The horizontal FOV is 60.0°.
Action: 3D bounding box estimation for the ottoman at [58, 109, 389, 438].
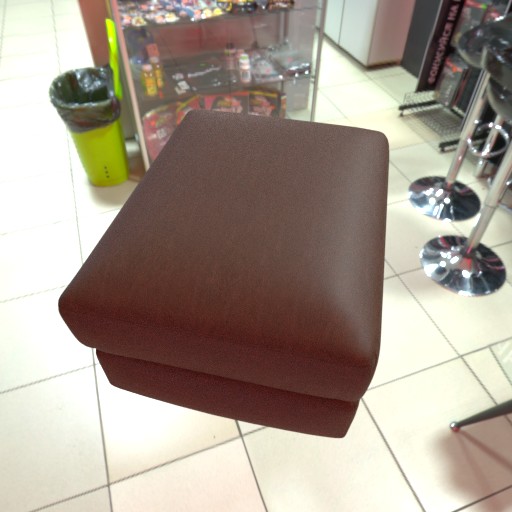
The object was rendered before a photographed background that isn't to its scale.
[{"bbox_3d":[0.000,0.000,1.176,0.635,0.508,0.787,10,47,9],"label":"ottoman"}]
